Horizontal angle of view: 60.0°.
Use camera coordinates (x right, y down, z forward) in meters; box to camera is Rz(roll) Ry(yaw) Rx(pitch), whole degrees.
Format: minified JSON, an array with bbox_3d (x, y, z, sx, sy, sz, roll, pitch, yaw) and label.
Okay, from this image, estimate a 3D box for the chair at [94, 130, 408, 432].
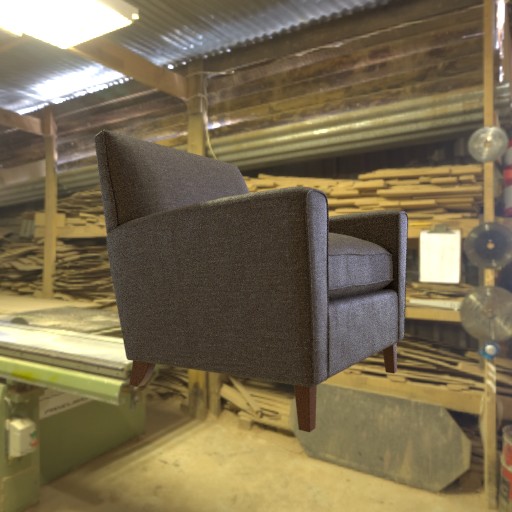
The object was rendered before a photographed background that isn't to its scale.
[{"bbox_3d":[0.000,0.000,1.636,0.875,0.885,0.838,0,0,35],"label":"chair"}]
